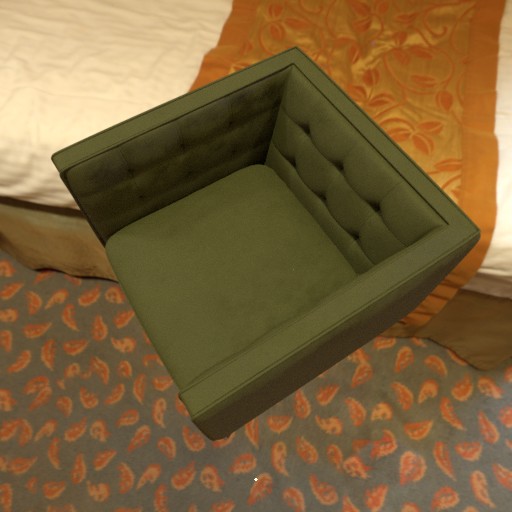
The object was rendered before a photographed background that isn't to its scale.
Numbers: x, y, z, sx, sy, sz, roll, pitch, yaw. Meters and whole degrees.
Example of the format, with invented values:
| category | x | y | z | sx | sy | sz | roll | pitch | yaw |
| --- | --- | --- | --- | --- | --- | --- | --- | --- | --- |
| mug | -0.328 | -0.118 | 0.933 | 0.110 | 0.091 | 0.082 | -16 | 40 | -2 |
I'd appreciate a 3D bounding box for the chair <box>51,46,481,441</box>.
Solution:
| category | x | y | z | sx | sy | sz | roll | pitch | yaw |
| --- | --- | --- | --- | --- | --- | --- | --- | --- | --- |
| chair | 0.000 | 0.000 | 1.544 | 0.894 | 0.790 | 0.880 | -30 | 67 | -14 |
